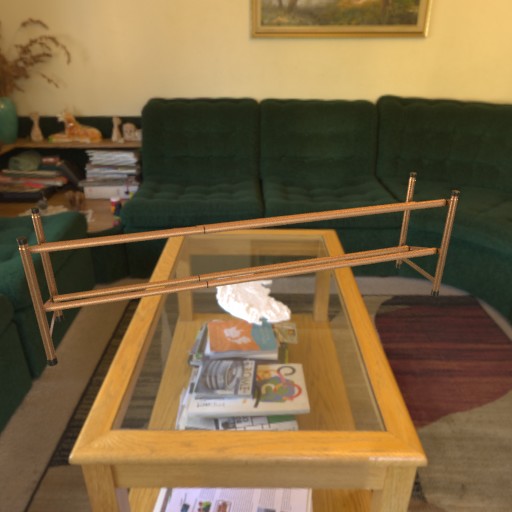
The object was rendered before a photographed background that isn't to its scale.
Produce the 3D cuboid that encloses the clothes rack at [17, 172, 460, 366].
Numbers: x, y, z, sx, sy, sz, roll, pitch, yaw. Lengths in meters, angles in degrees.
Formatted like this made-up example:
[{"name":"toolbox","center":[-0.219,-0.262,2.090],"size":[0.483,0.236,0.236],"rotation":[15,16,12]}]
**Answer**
[{"name":"clothes rack","center":[0.000,0.000,1.292],"size":[1.168,0.349,0.229],"rotation":[-8,27,-15]}]
